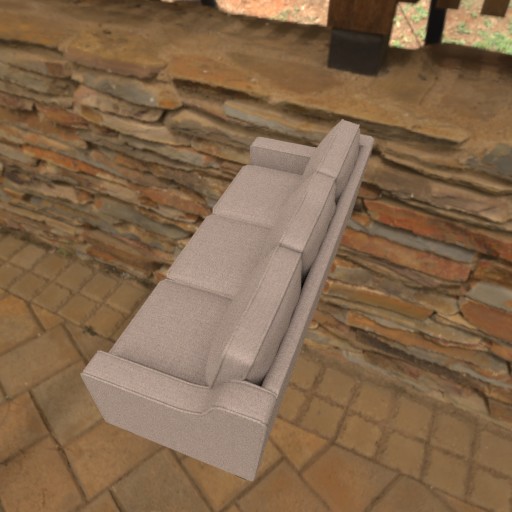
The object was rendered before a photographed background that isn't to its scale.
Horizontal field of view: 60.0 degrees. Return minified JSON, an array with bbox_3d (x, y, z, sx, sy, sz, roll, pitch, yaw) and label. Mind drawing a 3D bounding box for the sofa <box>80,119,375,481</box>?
[{"bbox_3d":[0.000,0.000,2.593,0.899,0.950,2.129,15,47,15],"label":"sofa"}]
